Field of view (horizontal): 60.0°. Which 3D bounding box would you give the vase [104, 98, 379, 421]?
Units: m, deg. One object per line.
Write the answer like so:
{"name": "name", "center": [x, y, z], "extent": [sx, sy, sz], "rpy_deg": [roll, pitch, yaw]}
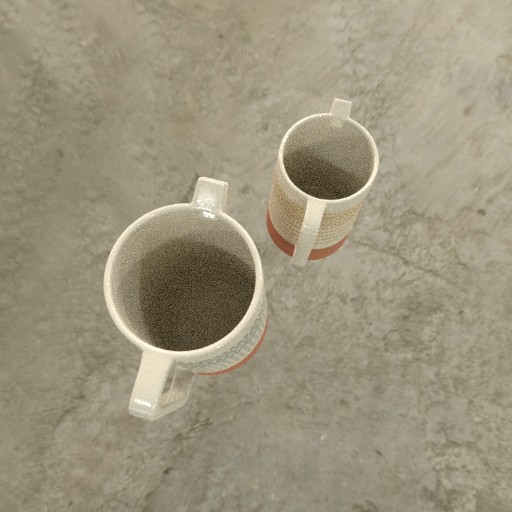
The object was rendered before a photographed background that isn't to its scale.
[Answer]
{"name": "vase", "center": [0.000, 0.000, 0.466], "extent": [0.326, 0.247, 0.168], "rpy_deg": [-34, 77, -9]}
